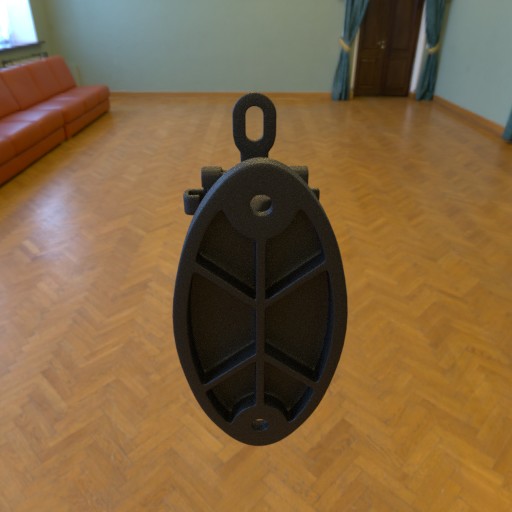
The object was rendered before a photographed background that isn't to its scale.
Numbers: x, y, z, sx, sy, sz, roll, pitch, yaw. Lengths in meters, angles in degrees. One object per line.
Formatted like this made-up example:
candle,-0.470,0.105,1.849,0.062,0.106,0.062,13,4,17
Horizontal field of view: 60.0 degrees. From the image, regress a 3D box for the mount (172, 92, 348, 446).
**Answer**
mount,0.000,0.000,0.178,0.066,0.118,0.100,-1,29,-1
